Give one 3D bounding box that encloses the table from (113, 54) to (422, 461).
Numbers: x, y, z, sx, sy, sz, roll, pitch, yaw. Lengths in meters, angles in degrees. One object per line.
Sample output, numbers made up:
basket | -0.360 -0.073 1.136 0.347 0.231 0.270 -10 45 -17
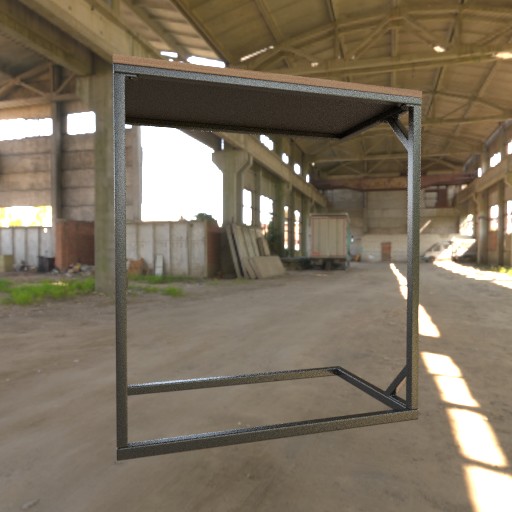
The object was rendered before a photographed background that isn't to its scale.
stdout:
table | 0.000 0.000 0.987 0.597 0.673 0.351 0 2 -17
